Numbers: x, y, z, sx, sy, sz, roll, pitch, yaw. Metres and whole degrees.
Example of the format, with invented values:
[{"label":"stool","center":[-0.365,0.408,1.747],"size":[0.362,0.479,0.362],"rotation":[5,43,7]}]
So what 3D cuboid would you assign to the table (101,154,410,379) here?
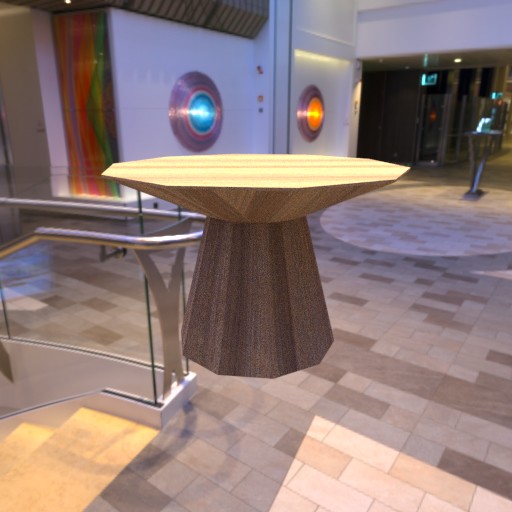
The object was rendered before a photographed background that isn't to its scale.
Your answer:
[{"label":"table","center":[0.000,0.000,1.872],"size":[1.186,0.752,1.186],"rotation":[0,17,0]}]
